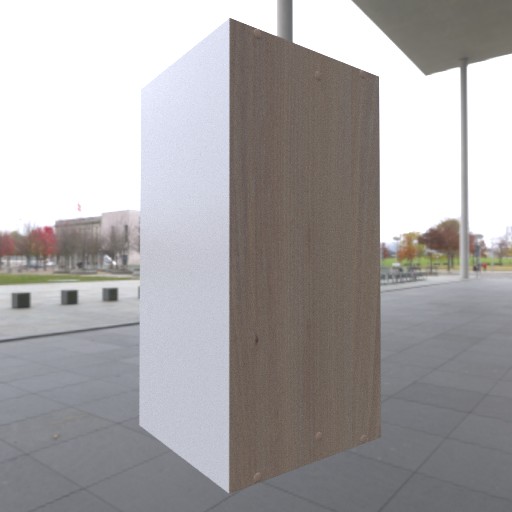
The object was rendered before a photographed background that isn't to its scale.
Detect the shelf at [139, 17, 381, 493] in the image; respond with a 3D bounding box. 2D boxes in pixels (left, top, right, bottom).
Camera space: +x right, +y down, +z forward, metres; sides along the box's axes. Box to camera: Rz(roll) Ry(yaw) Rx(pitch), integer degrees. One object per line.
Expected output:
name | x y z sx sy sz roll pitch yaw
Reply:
shelf | 0.000 0.000 0.756 0.297 0.594 0.290 1 -1 -37
